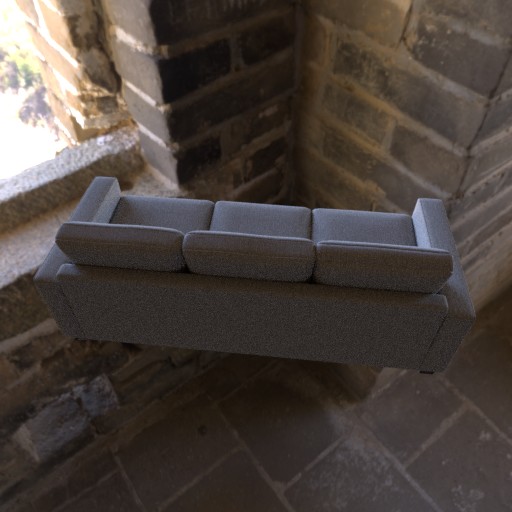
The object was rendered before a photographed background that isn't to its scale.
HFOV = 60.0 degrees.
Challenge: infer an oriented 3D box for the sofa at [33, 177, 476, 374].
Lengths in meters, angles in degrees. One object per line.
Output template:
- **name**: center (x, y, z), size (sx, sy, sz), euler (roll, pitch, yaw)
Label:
- **sofa**: center (0.000, 0.000, 2.500), size (2.120, 0.800, 0.900), euler (4, 46, 4)
